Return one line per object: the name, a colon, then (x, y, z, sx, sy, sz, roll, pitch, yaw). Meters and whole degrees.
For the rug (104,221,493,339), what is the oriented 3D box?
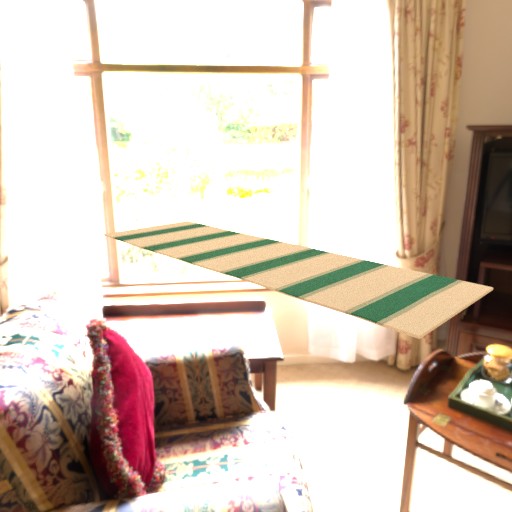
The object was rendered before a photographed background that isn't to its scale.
rug: (0.000, 0.000, 2.684, 0.768, 0.012, 2.438, -14, 21, -43)
